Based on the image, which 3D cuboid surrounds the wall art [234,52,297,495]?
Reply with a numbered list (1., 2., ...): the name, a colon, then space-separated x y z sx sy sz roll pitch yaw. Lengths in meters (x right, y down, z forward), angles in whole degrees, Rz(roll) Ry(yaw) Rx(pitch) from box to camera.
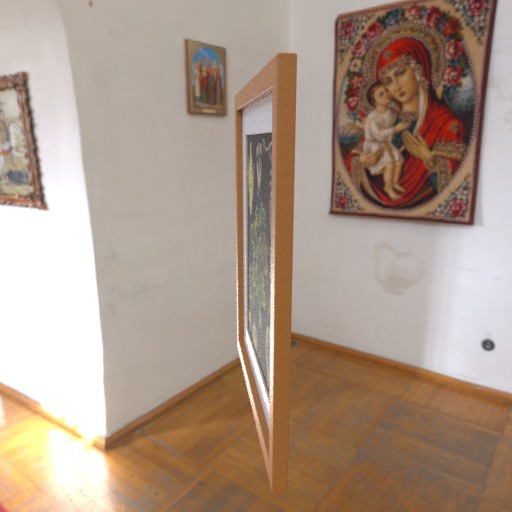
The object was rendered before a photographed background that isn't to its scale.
1. wall art: 0.000 0.000 0.747 0.022 0.553 0.452 -2 15 -8
